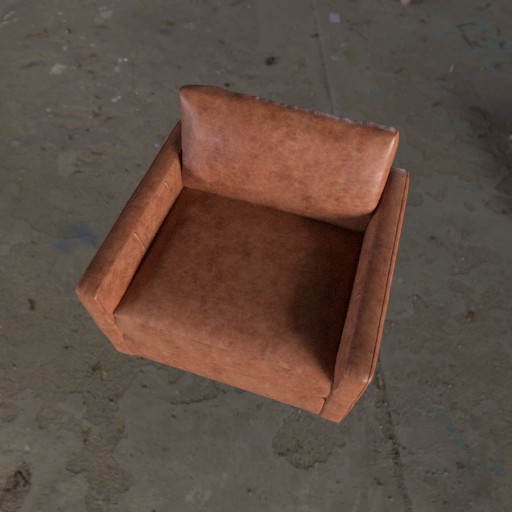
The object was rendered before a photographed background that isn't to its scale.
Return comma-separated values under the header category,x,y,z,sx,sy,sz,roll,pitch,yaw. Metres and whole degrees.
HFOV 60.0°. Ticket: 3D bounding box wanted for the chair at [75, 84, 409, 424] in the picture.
category,x,y,z,sx,sy,sz,roll,pitch,yaw
chair,0.000,0.000,1.665,0.967,0.869,0.862,15,58,10
